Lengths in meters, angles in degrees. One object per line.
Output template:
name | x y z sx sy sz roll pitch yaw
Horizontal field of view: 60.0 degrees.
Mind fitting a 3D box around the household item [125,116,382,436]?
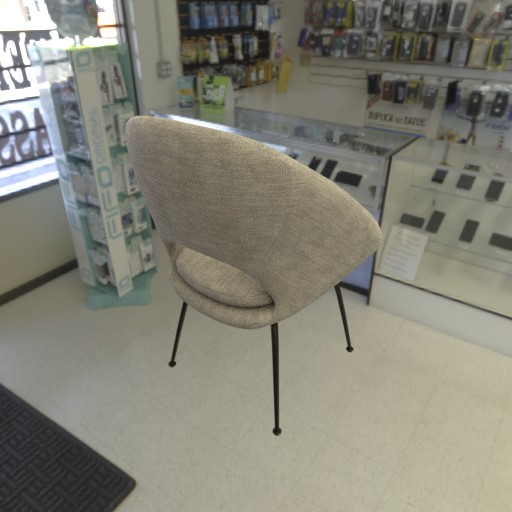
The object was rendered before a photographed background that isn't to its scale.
household item | 0.000 0.000 1.285 0.643 0.869 0.587 22 37 32
